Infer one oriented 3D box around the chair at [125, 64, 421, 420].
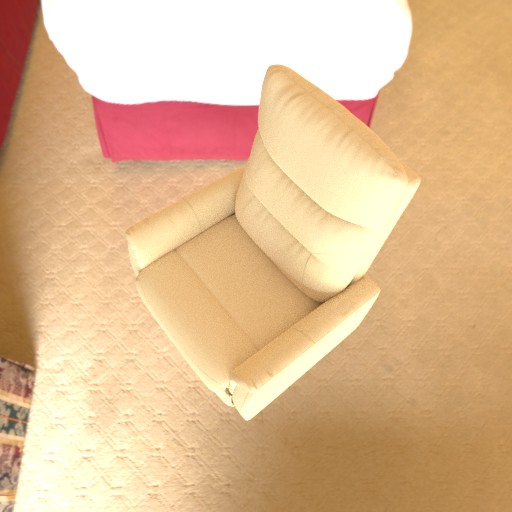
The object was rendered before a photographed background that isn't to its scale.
[{"bbox_3d":[0.000,0.000,1.634,0.831,1.082,0.775,-36,69,-17],"label":"chair"}]
